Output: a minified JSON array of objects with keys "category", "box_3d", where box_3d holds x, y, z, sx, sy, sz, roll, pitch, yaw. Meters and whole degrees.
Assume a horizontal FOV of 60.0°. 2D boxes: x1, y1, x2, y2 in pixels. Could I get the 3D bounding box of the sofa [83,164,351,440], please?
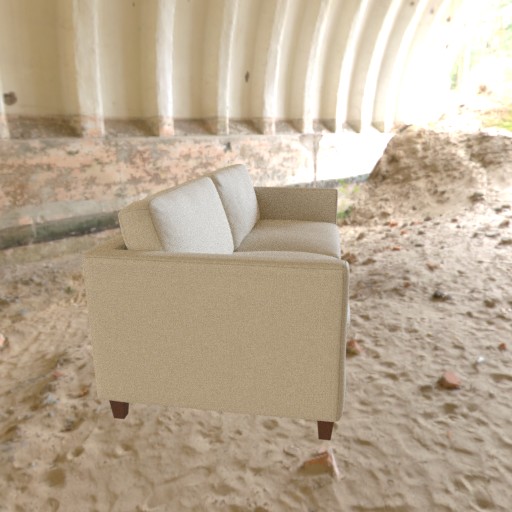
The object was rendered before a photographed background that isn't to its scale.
[{"category":"sofa","box_3d":[0.000,0.000,2.471,0.965,0.889,1.981,2,16,9]}]
